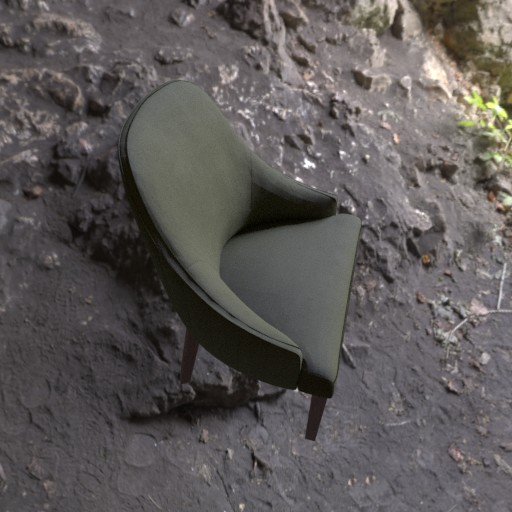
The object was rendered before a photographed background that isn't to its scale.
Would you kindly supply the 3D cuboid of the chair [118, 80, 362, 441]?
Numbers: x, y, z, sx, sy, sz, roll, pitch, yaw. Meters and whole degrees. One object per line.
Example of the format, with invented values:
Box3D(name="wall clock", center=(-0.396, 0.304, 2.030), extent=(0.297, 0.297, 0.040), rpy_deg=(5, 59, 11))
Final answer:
Box3D(name="chair", center=(0.000, 0.000, 1.287), extent=(0.575, 0.889, 0.643), rpy_deg=(11, 47, 11))
